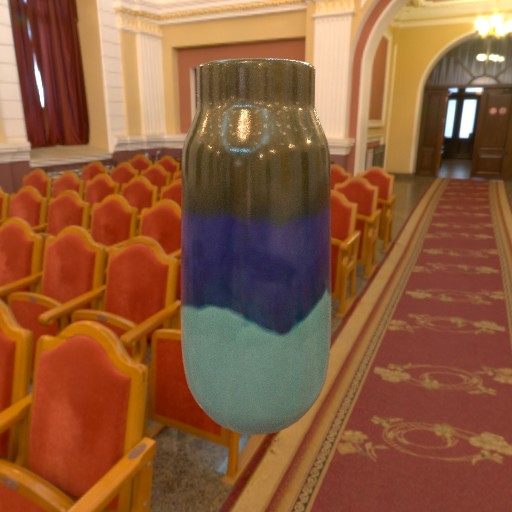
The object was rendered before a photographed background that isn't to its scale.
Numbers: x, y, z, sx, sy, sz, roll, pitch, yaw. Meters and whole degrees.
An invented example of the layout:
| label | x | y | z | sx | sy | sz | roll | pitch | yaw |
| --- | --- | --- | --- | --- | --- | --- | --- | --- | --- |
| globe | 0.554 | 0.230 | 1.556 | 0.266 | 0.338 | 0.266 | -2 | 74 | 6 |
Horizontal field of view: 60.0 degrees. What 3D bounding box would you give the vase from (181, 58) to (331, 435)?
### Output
| label | x | y | z | sx | sy | sz | roll | pitch | yaw |
| --- | --- | --- | --- | --- | --- | --- | --- | --- | --- |
| vase | 0.000 | 0.000 | 0.394 | 0.139 | 0.313 | 0.139 | 0 | 17 | 0 |
